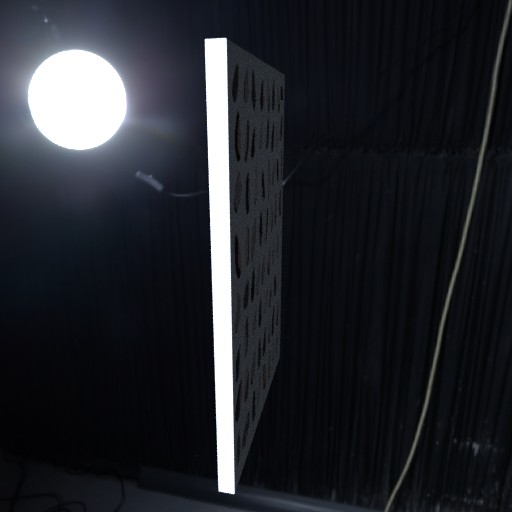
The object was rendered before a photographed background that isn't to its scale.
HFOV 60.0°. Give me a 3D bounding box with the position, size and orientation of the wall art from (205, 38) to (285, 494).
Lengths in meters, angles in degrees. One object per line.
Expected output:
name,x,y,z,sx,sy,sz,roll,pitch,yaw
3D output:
wall art,0.000,0.000,0.752,0.025,0.608,0.405,4,17,12
